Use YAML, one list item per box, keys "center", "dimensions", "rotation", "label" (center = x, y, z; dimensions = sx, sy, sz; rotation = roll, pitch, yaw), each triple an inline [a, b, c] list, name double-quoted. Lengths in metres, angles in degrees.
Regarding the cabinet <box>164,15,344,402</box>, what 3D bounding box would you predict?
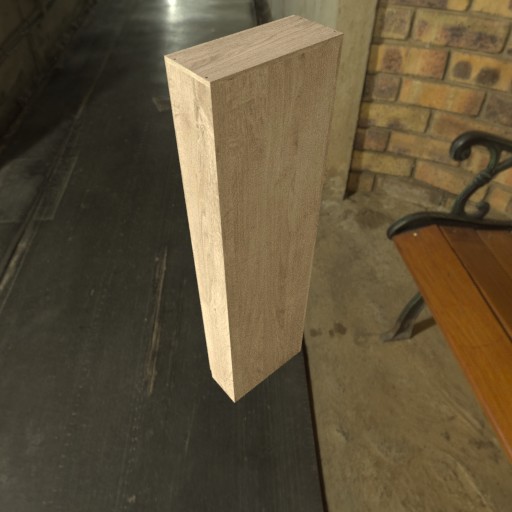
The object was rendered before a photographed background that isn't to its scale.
- center: [0.000, 0.000, 1.932]
  dimensions: [0.500, 1.790, 0.230]
  rotation: [-32, 54, -27]
  label: "cabinet"
